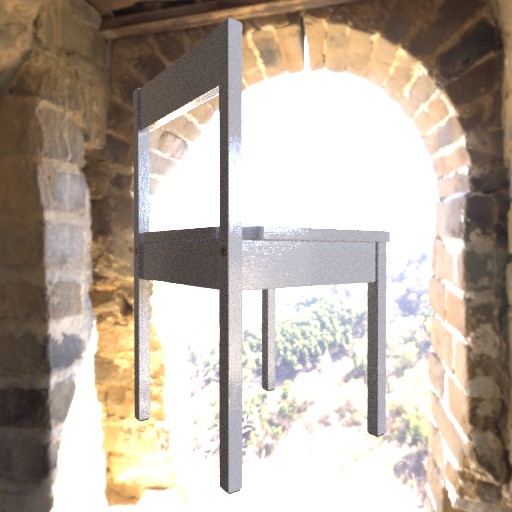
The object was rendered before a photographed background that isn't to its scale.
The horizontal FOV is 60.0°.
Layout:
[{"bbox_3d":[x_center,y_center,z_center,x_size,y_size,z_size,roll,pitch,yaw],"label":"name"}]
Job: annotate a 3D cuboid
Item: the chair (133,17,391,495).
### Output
[{"bbox_3d":[0.000,0.000,0.865,0.361,0.668,0.367,-1,1,-36],"label":"chair"}]
